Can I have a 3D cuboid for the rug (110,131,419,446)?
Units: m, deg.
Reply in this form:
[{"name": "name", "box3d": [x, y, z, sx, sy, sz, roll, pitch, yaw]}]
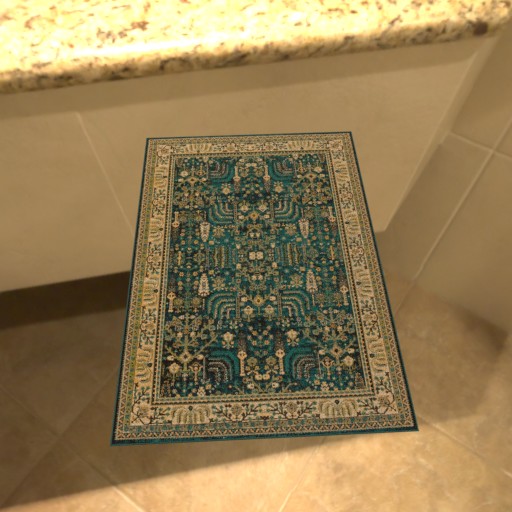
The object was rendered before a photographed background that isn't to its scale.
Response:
[{"name": "rug", "box3d": [0.000, 0.000, 2.863, 1.594, 0.013, 2.213, -2, 58, -1]}]
